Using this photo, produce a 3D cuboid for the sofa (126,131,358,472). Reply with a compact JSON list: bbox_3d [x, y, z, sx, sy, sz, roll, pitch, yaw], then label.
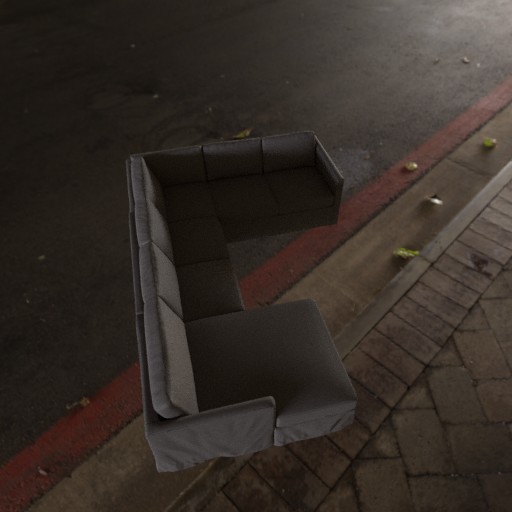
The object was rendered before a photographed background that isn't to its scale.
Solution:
[{"bbox_3d":[0.000,0.000,4.560,2.476,0.878,3.528,-10,46,-10],"label":"sofa"}]
